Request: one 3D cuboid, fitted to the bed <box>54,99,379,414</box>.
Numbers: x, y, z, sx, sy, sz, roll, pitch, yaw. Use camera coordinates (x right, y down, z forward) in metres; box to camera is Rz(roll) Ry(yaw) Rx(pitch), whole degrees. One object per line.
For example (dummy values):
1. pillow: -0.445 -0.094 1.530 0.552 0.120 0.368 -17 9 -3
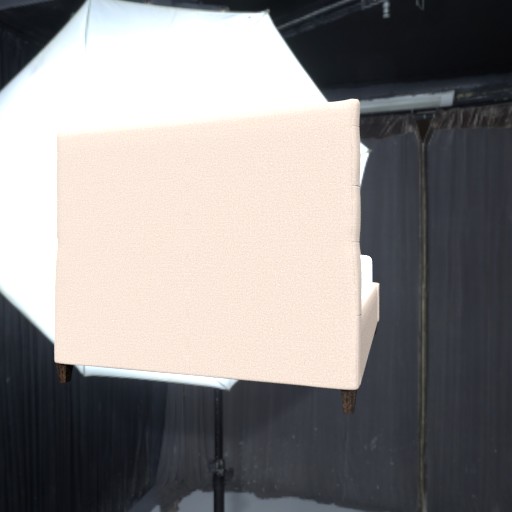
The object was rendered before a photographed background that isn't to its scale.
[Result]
1. bed: 0.000 0.000 3.284 1.696 1.426 2.233 0 0 18
